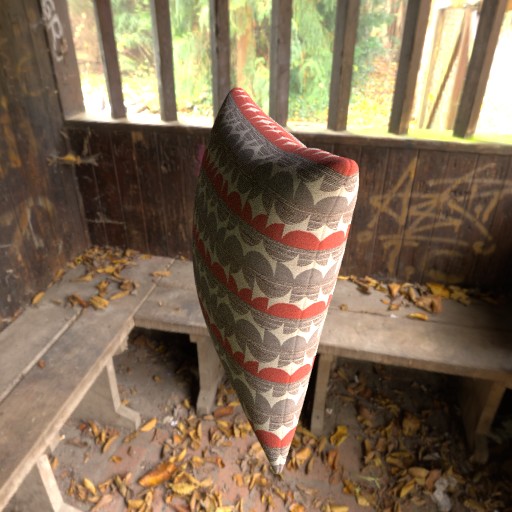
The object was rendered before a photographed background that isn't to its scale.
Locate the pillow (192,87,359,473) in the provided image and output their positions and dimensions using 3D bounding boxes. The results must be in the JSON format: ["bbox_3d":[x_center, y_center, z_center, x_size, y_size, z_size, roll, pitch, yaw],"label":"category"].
[{"bbox_3d":[0.000,0.000,0.652,0.180,0.410,0.420,-8,31,-14],"label":"pillow"}]
